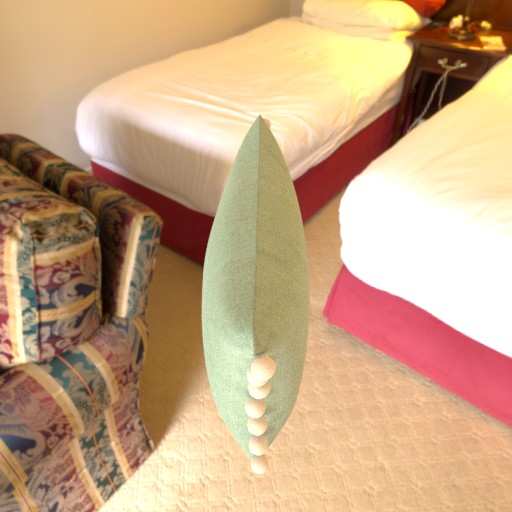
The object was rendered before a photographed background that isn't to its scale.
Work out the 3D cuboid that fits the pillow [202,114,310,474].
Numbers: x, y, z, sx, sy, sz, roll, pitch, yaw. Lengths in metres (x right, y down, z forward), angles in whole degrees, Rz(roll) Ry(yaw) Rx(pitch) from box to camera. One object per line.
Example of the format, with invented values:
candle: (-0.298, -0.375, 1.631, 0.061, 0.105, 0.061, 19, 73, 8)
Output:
pillow: (0.000, 0.000, 0.848, 0.201, 0.322, 0.709, 1, 40, 1)
